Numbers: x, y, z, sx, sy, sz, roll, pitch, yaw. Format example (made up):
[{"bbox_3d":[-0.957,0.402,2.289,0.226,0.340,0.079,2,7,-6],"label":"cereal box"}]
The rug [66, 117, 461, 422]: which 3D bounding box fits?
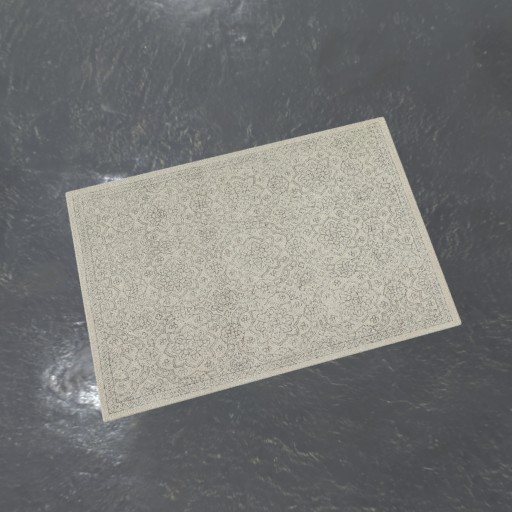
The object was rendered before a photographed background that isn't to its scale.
[{"bbox_3d":[0.000,0.000,2.907,2.286,0.011,1.524,-14,76,-4],"label":"rug"}]
